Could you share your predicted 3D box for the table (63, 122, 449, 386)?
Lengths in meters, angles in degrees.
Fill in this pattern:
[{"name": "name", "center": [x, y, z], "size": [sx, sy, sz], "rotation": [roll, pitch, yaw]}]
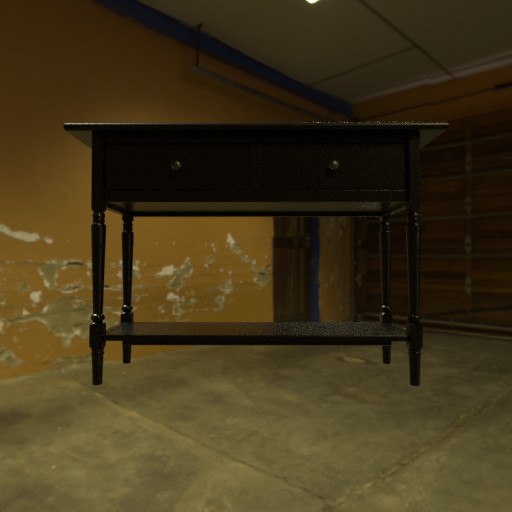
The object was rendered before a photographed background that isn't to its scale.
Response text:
[{"name": "table", "center": [0.000, 0.000, 1.549], "size": [1.191, 0.819, 0.386], "rotation": [0, -1, 0]}]
